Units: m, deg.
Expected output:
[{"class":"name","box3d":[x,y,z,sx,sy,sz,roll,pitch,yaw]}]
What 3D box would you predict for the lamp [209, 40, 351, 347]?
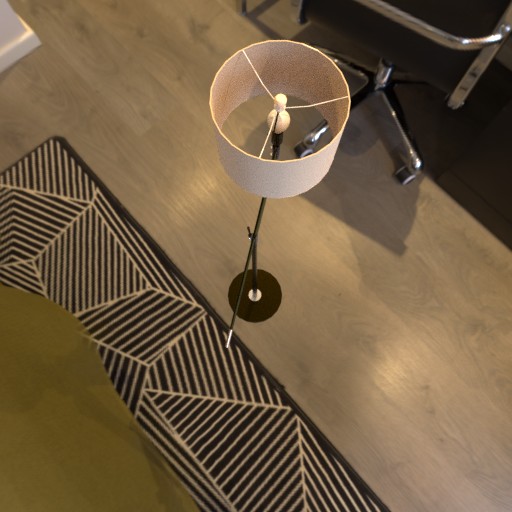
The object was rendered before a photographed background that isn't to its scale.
[{"class":"lamp","box3d":[0.000,0.000,1.901,0.373,1.635,0.809,17,75,4]}]
